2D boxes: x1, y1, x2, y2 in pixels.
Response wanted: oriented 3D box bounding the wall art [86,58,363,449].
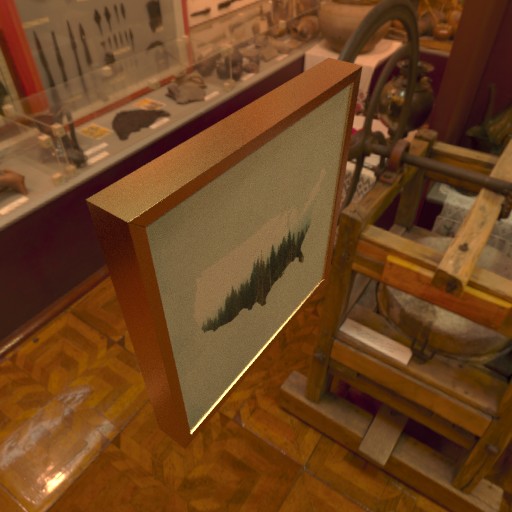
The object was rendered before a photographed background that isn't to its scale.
[{"bbox_3d":[0.000,0.000,0.459,0.038,0.304,0.304,26,49,25],"label":"wall art"}]
